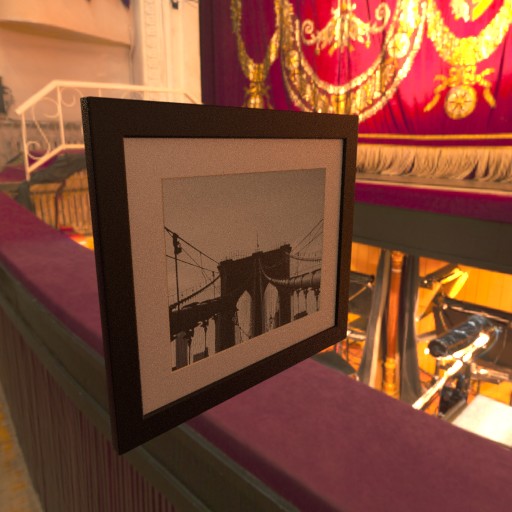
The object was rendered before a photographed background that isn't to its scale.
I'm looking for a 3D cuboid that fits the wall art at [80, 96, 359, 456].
[{"bbox_3d":[0.000,0.000,0.712,0.521,0.450,0.018,-14,20,-43],"label":"wall art"}]
